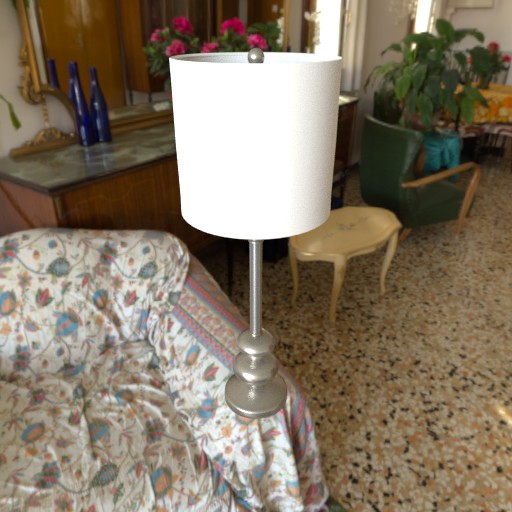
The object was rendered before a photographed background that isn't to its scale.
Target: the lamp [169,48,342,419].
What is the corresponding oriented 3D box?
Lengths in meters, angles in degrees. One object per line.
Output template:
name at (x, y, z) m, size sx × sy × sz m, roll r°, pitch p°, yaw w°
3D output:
lamp at (0.000, 0.000, 0.811) m, size 0.254 × 0.690 × 0.254 m, roll 0°, pitch 28°, yaw -1°
